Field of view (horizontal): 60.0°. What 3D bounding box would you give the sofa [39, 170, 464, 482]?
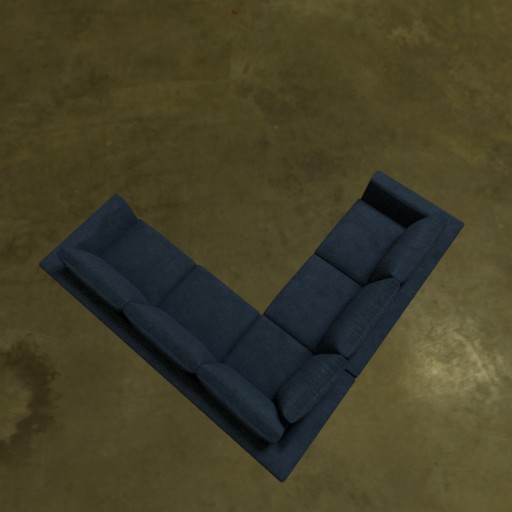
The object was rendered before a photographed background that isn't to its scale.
[{"bbox_3d":[0.000,0.000,3.813,2.463,0.988,2.472,37,71,15],"label":"sofa"}]
